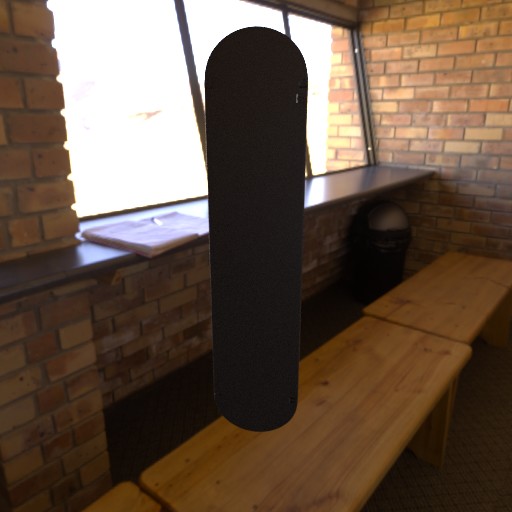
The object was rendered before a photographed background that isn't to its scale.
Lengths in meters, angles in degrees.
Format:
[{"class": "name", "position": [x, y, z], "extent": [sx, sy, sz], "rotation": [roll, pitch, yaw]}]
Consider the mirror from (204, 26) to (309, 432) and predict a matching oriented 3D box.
[{"class": "mirror", "position": [0.000, 0.000, 1.063], "extent": [0.222, 0.991, 0.032], "rotation": [2, 18, 8]}]
